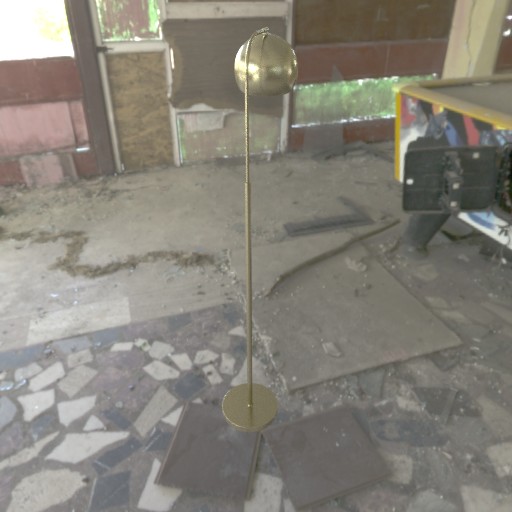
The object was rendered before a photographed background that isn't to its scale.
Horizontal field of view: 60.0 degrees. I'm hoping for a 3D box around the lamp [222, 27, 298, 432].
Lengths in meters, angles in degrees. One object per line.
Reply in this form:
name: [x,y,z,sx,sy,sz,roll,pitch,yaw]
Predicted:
lamp: [0.000,0.000,1.679,0.250,1.526,0.431,9,33,14]
